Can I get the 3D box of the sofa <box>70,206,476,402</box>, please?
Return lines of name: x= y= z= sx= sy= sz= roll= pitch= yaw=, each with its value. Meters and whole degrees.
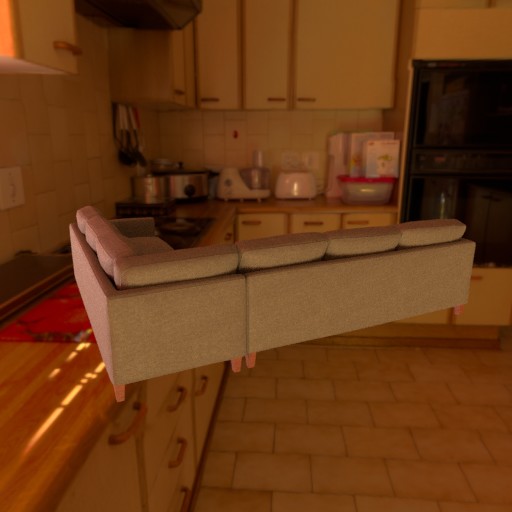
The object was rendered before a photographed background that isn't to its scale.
sofa: x=0.000 y=0.000 z=4.493 sx=3.302 sy=0.947 sz=2.593 roll=-8 pitch=17 yaw=-25
